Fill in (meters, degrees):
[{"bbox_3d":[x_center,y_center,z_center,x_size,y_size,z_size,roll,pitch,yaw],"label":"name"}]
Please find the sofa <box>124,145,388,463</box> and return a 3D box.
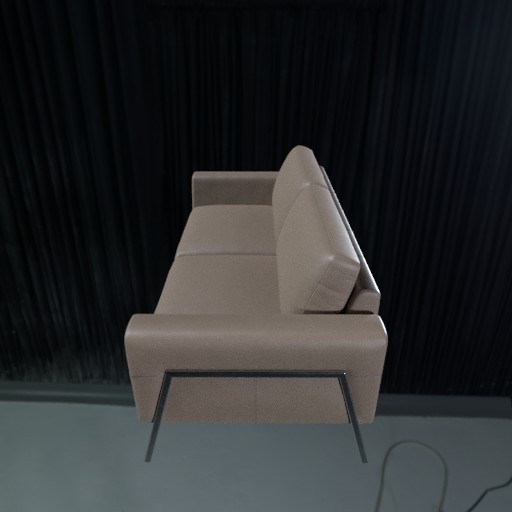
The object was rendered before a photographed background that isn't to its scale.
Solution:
[{"bbox_3d":[0.000,0.000,2.524,0.953,0.875,2.017,0,28,0],"label":"sofa"}]
